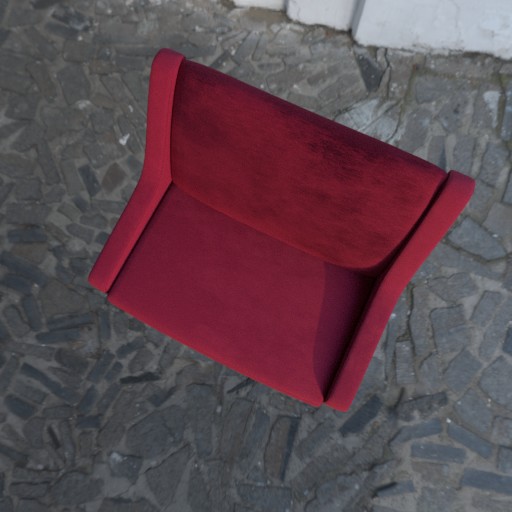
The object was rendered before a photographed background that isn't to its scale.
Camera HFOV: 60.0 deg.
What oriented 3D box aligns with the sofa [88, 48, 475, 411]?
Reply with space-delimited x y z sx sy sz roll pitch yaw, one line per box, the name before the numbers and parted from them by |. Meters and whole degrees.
sofa | 0.000 0.000 1.926 1.242 0.976 0.946 25 77 6
